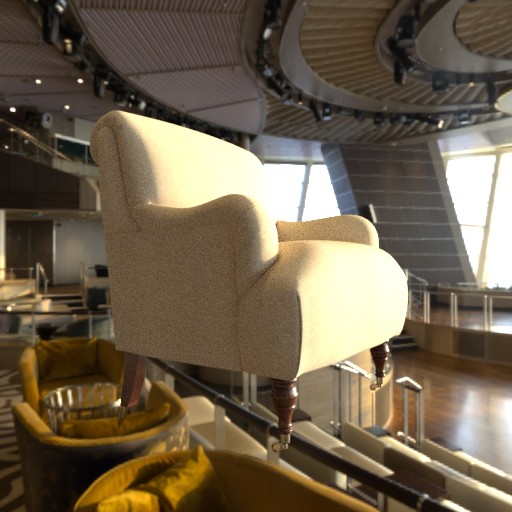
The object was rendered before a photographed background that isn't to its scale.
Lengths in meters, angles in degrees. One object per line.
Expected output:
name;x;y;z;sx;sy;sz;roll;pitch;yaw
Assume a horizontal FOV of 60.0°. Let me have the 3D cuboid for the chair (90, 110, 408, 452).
chair;0.000;0.000;1.486;0.842;0.944;0.766;0;0;36
